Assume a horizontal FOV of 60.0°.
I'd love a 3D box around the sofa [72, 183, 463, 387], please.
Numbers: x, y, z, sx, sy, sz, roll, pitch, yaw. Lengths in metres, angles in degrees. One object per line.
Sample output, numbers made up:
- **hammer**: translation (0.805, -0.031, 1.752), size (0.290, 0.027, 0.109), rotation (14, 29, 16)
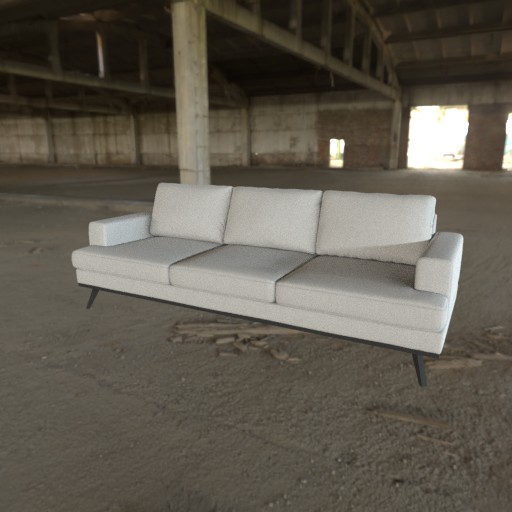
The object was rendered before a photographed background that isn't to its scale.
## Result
- **sofa**: translation (0.000, 0.000, 2.795), size (2.310, 0.810, 0.920), rotation (7, 16, 27)
